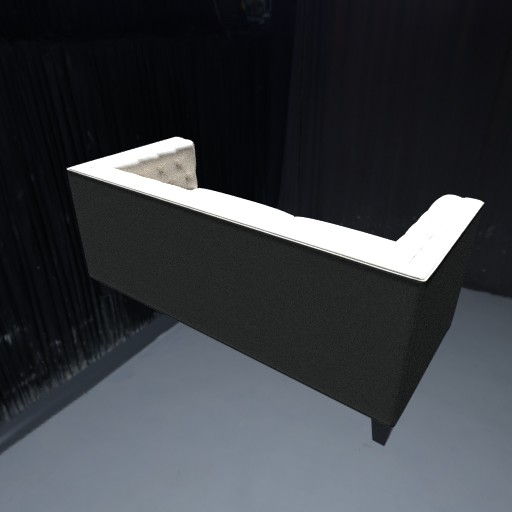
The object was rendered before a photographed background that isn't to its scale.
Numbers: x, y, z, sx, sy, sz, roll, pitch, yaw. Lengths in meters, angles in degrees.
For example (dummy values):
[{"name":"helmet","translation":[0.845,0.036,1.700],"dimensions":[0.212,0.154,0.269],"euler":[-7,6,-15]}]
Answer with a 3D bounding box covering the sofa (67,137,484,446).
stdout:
[{"name":"sofa","translation":[0.000,0.000,2.191],"dimensions":[1.778,0.762,0.775],"euler":[20,35,31]}]
